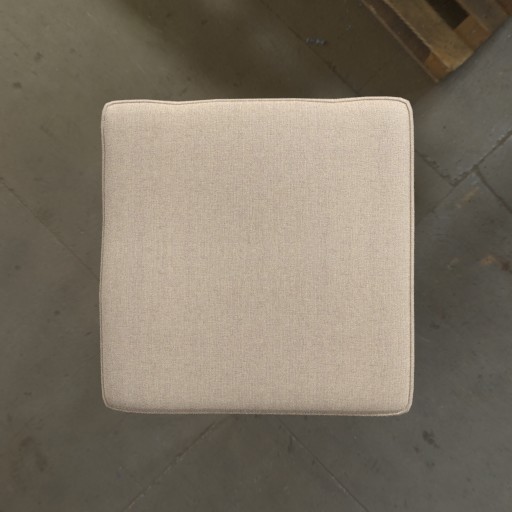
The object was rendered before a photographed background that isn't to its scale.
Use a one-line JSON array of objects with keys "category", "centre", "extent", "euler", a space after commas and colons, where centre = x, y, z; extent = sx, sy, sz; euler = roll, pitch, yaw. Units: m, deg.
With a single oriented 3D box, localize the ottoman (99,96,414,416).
[{"category": "ottoman", "centre": [0.000, 0.000, 1.338], "extent": [0.838, 0.481, 0.838], "euler": [0, 90, 2]}]
